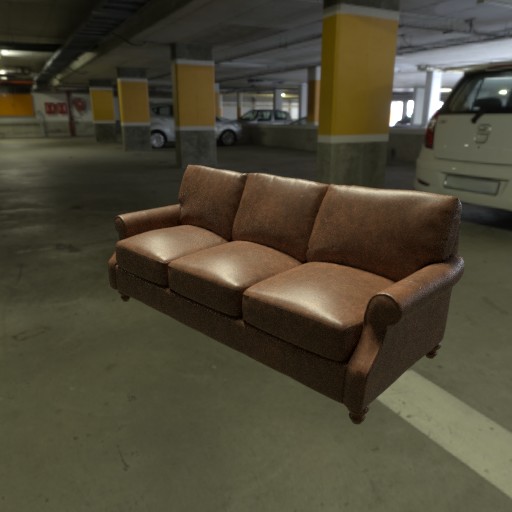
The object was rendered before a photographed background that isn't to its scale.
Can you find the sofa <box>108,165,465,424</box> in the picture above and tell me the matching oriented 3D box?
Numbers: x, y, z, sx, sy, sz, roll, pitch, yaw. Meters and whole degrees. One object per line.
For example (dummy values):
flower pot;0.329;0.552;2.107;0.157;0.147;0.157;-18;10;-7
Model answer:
sofa;0.000;0.000;2.861;2.351;0.977;0.973;16;24;41
